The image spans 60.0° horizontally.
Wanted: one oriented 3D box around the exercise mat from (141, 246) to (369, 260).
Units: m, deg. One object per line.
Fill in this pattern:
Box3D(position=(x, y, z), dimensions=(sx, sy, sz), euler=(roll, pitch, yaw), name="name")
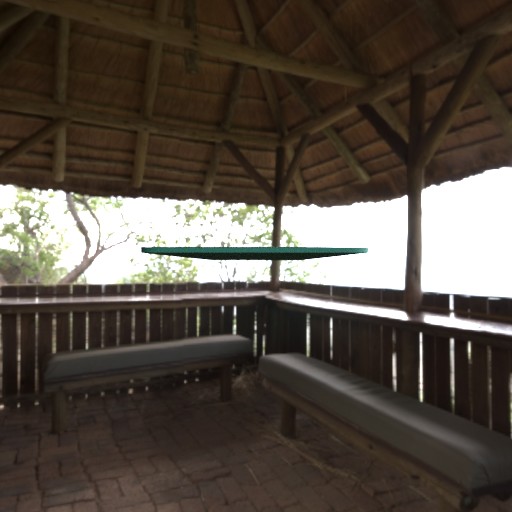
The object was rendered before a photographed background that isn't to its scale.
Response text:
Box3D(position=(0.000, 0.000, 2.070), dimensions=(0.616, 0.021, 1.869), euler=(0, -1, 0), name="exercise mat")
